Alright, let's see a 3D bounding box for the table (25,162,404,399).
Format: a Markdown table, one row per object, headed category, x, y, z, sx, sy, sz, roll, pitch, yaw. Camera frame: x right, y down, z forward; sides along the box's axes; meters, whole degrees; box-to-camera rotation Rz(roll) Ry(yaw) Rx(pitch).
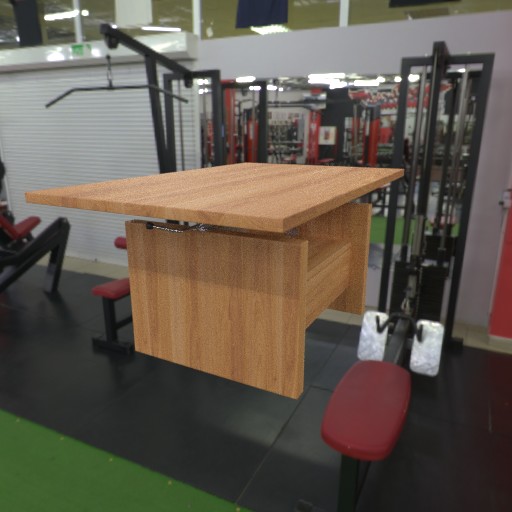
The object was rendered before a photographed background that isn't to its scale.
| category | x | y | z | sx | sy | sz | roll | pitch | yaw |
| --- | --- | --- | --- | --- | --- | --- | --- | --- | --- |
| table | 0.000 | 0.000 | 1.464 | 0.700 | 0.510 | 1.100 | 8 | 18 | 27 |
